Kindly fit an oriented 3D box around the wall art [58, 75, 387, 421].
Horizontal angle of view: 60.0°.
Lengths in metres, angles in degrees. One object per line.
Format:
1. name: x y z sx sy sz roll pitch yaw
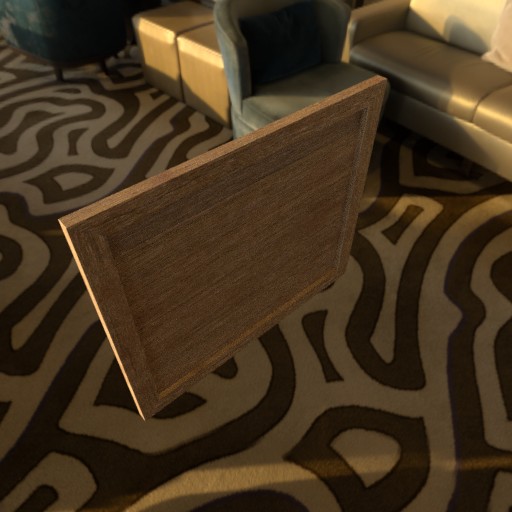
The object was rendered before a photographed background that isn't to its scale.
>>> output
1. wall art: 0.000 0.000 0.961 0.690 0.588 0.026 -32 54 -27
